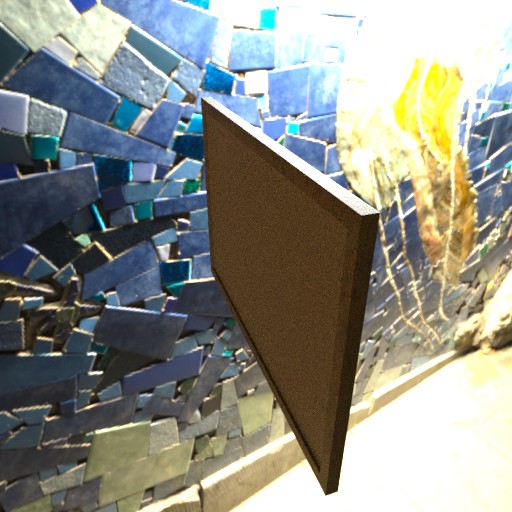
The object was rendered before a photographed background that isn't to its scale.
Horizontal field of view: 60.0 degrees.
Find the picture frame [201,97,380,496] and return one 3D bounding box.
[{"bbox_3d":[0.000,0.000,1.127,0.029,0.621,0.922,-10,31,-17],"label":"picture frame"}]
